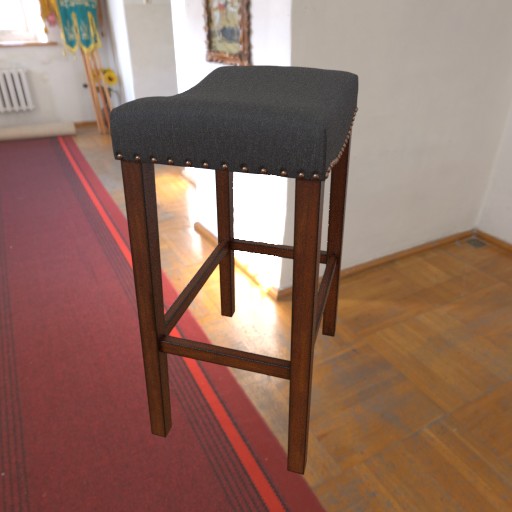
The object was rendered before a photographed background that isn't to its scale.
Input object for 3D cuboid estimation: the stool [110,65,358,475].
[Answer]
[{"bbox_3d":[0.000,0.000,1.019,0.366,0.760,0.502,9,32,14],"label":"stool"}]
